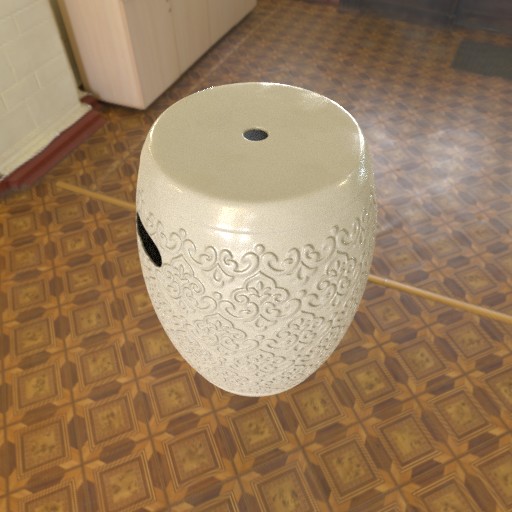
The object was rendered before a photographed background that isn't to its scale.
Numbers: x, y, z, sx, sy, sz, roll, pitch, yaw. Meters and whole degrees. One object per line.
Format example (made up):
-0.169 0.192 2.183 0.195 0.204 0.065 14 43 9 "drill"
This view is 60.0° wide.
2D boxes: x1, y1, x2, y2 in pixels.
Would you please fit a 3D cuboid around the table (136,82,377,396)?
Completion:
0.000 0.000 0.620 0.309 0.397 0.309 0 48 0 "table"
